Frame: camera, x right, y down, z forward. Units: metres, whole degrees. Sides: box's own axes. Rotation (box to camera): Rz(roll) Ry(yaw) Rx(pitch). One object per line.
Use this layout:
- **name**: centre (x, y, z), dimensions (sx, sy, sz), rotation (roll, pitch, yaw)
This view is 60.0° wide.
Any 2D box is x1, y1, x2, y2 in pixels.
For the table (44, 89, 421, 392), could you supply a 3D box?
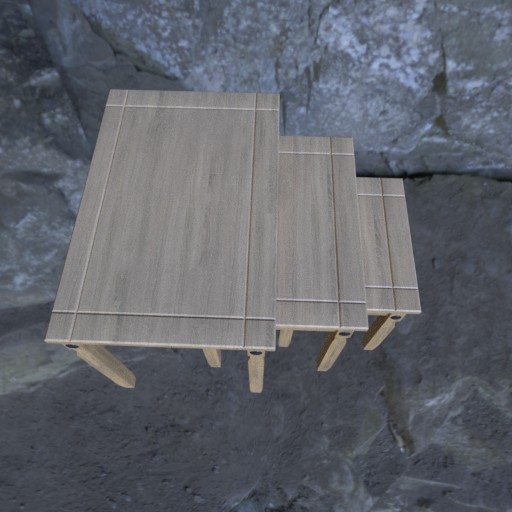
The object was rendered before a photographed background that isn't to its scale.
- **table**: centre (0.000, 0.000, 1.212), dimensions (0.773, 0.535, 0.660), rotation (2, 63, 1)
